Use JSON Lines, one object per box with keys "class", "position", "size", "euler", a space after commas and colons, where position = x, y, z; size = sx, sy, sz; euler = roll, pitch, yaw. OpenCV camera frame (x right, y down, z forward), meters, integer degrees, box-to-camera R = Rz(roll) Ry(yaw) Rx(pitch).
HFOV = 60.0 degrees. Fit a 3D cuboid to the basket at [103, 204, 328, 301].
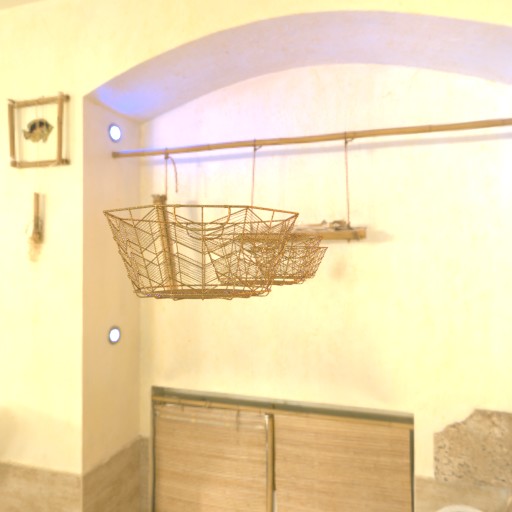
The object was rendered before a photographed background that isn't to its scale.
{"class": "basket", "position": [0.000, 0.000, 1.378], "size": [0.432, 0.178, 1.245], "euler": [0, 0, 17]}
